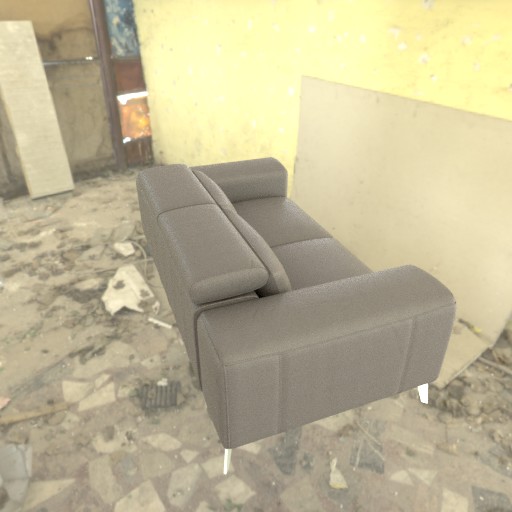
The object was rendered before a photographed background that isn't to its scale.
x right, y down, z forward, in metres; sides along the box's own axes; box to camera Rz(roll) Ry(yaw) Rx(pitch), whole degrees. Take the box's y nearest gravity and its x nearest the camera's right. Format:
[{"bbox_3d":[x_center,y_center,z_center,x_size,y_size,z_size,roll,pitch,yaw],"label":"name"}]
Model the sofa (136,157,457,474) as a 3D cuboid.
[{"bbox_3d":[0.000,0.000,2.462,1.024,0.753,1.930,-11,32,-18],"label":"sofa"}]
